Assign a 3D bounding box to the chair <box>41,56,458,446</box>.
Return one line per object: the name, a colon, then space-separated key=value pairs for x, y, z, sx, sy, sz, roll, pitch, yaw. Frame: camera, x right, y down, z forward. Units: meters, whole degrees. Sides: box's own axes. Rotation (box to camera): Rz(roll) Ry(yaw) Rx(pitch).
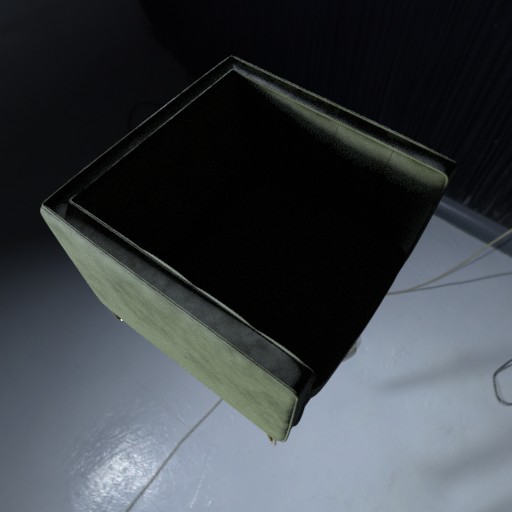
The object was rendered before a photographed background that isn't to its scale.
chair: x=0.000 y=0.000 z=1.580 sx=0.894 sy=0.790 sz=0.880 roll=33 pitch=64 yaw=18
